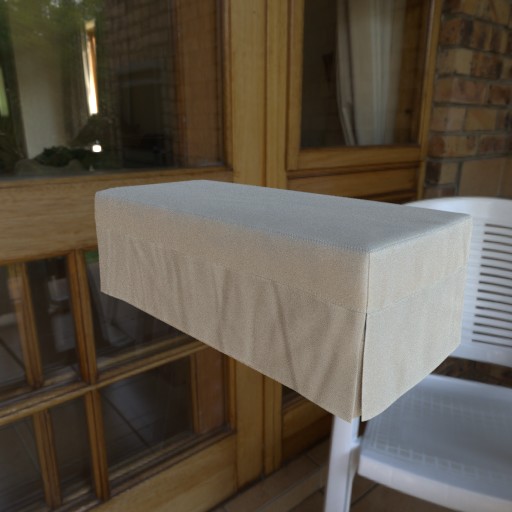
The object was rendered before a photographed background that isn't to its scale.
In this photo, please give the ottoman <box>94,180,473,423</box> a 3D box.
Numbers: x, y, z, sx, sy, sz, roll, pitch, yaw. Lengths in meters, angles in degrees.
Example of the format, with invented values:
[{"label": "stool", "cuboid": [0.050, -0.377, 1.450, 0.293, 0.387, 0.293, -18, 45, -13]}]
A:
[{"label": "ottoman", "cuboid": [0.000, 0.000, 1.695, 1.388, 0.457, 0.665, 16, 22, 43]}]
